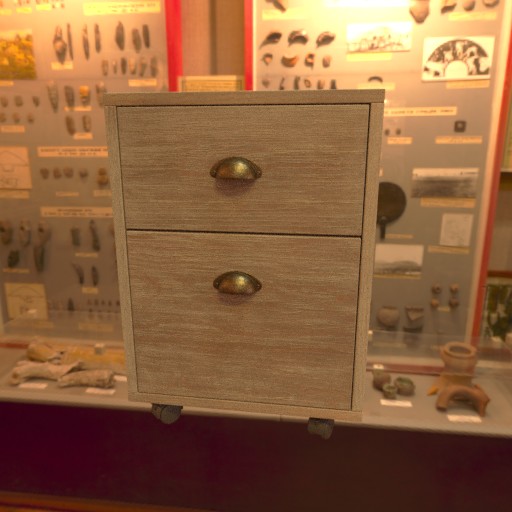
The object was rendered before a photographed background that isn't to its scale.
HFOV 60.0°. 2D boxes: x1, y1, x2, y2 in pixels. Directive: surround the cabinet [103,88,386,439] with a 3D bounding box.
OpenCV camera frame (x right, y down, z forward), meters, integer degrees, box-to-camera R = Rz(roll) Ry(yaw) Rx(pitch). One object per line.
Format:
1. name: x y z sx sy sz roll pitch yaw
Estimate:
1. cabinet: 0.000 0.000 0.875 0.409 0.579 0.401 2 15 8
